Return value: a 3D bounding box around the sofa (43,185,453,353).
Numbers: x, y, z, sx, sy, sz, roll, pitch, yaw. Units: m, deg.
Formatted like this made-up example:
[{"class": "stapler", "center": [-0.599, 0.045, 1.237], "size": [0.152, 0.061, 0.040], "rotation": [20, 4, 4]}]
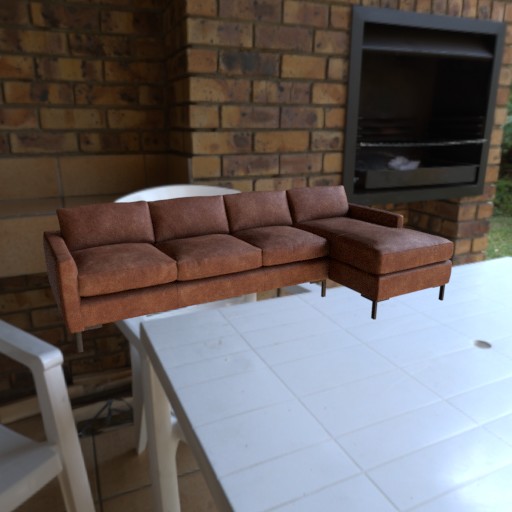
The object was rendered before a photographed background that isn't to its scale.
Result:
[{"class": "sofa", "center": [0.000, 0.000, 3.579], "size": [2.993, 0.859, 1.471], "rotation": [-9, 19, -28]}]
